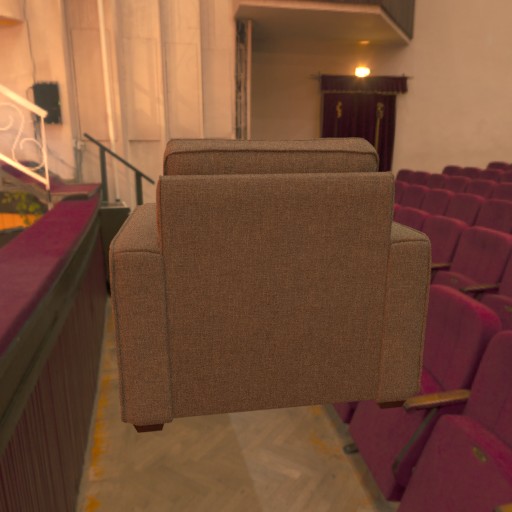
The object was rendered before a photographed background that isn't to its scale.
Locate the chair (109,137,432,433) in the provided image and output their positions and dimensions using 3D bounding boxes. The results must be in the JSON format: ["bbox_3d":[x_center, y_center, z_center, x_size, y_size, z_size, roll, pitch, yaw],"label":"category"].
[{"bbox_3d":[0.000,0.000,1.776,1.016,0.914,0.940,-2,15,-9],"label":"chair"}]
